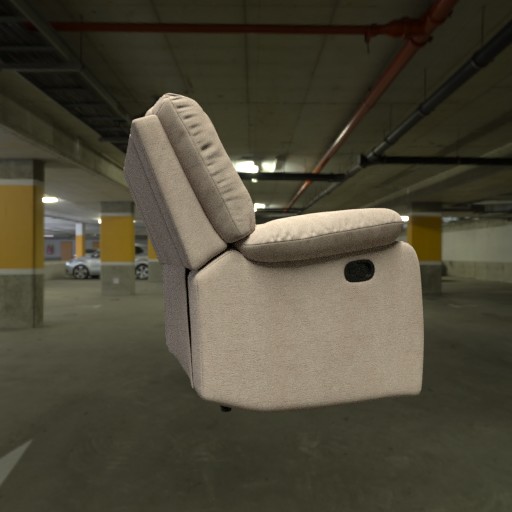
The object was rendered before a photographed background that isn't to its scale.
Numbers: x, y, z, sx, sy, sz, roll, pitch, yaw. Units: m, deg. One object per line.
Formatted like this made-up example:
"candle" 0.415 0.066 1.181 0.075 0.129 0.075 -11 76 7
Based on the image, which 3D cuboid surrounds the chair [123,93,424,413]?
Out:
"chair" 0.000 0.000 1.681 0.944 1.008 0.899 0 0 -18
